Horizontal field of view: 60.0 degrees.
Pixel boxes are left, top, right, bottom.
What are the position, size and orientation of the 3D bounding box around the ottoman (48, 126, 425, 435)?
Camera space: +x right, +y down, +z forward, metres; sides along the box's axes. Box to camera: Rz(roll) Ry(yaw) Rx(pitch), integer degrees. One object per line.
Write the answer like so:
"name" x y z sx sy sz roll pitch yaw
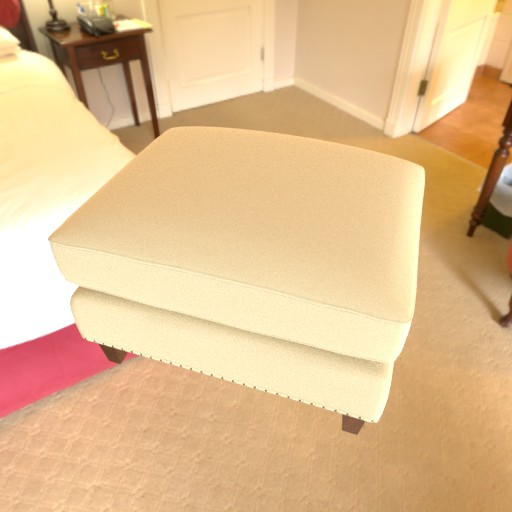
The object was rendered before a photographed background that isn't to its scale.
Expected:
"ottoman" 0.000 0.000 1.141 0.741 0.513 0.584 12 42 14
